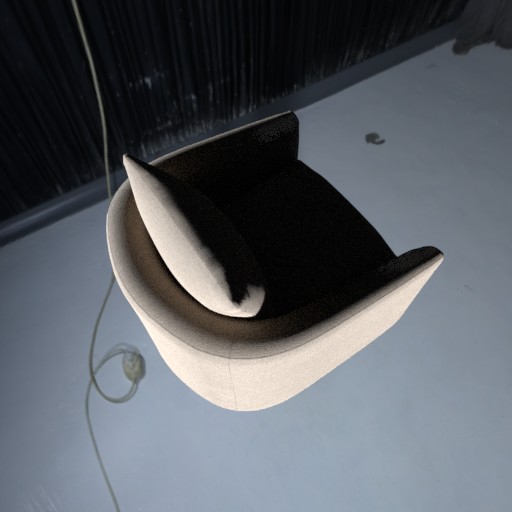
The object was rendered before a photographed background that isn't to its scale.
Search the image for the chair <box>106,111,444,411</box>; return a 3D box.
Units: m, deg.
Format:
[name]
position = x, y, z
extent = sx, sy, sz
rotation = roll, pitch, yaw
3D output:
[chair]
position = 0.000, 0.000, 1.574
extent = 0.910, 0.848, 0.845
rotation = -30, 63, -17
